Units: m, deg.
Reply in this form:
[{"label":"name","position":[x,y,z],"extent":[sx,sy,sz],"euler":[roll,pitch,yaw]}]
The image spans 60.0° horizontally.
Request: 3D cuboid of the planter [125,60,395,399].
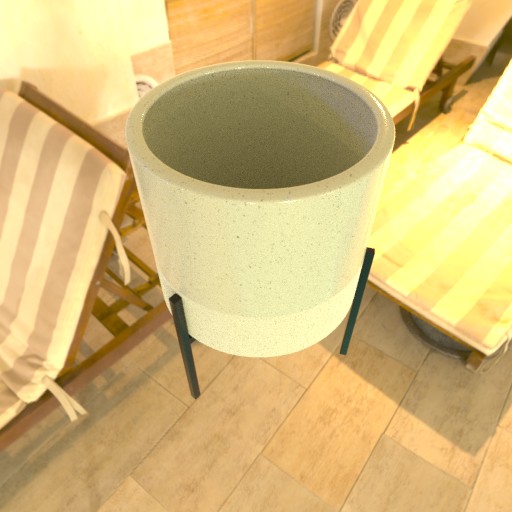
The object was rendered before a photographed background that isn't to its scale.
[{"label":"planter","position":[0.000,0.000,0.335],"extent":[0.152,0.230,0.159],"euler":[34,55,28]}]
